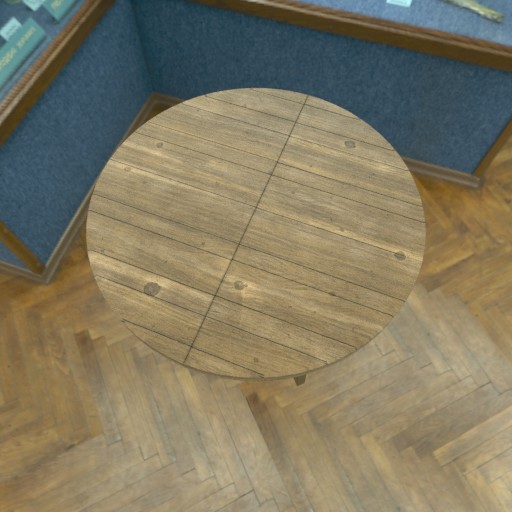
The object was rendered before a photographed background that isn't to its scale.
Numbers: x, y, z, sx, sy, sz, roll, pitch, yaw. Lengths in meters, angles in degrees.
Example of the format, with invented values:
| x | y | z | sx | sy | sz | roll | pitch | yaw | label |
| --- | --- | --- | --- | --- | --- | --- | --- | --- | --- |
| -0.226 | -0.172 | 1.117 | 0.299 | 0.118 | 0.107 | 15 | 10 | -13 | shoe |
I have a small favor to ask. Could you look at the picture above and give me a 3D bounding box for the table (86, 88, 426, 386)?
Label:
| x | y | z | sx | sy | sz | roll | pitch | yaw | label |
| --- | --- | --- | --- | --- | --- | --- | --- | --- | --- |
| 0.000 | 0.000 | 1.947 | 1.213 | 0.764 | 1.213 | 0 | 63 | 0 | table |
